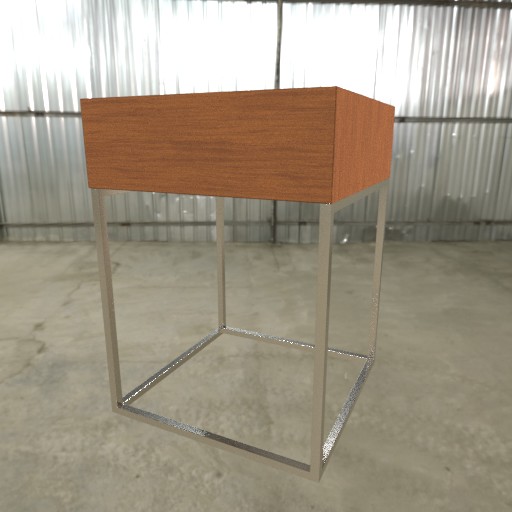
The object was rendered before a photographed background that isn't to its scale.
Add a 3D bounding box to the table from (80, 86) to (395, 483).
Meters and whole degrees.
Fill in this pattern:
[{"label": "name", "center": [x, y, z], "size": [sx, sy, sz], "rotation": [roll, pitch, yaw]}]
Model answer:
[{"label": "table", "center": [0.000, 0.000, 0.826], "size": [0.397, 0.540, 0.398], "rotation": [7, 17, 25]}]
